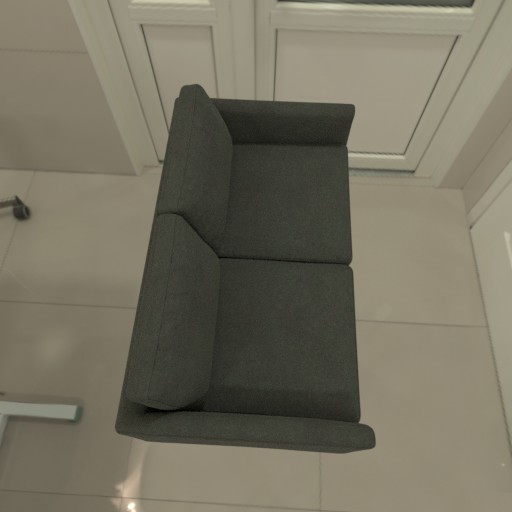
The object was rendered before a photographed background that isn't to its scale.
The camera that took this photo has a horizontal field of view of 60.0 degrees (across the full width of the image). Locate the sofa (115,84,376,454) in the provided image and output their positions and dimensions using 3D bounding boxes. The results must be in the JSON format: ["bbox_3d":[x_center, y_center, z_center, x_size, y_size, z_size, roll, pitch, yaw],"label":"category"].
[{"bbox_3d":[0.000,0.000,2.425,1.091,0.845,1.909,3,63,1],"label":"sofa"}]
